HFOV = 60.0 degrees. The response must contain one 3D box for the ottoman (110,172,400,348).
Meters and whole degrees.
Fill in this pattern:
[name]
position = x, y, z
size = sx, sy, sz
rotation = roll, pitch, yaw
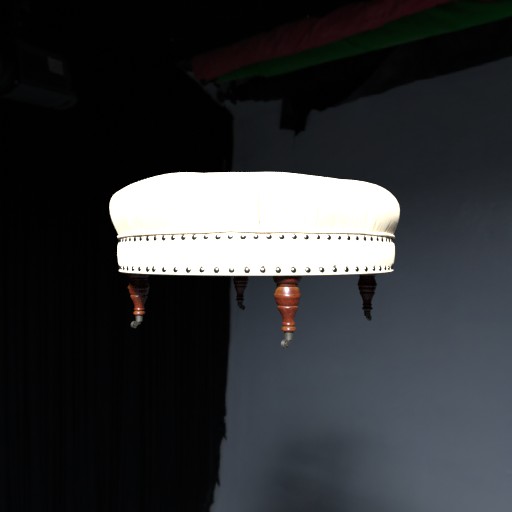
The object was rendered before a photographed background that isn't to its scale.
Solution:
[ottoman]
position = 0.000, 0.000, 1.429
size = 0.901, 0.439, 0.901
rotation = 0, 0, 0
